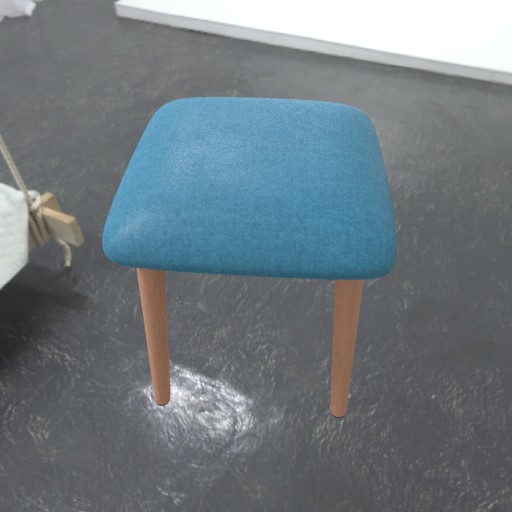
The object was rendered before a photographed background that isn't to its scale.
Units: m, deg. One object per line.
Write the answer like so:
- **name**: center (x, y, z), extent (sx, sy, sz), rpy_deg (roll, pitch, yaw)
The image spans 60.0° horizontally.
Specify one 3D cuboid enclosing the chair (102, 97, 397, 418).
- **chair**: center (0.000, 0.000, 0.742), extent (0.360, 0.450, 0.360), rpy_deg (3, 47, 3)
